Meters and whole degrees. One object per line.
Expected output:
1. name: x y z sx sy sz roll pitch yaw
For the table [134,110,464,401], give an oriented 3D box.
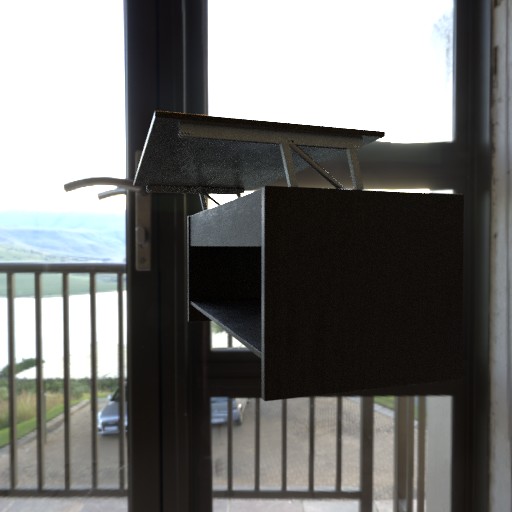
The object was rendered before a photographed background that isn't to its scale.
1. table: 0.000 0.000 1.415 0.712 0.570 1.000 0 1 -18
